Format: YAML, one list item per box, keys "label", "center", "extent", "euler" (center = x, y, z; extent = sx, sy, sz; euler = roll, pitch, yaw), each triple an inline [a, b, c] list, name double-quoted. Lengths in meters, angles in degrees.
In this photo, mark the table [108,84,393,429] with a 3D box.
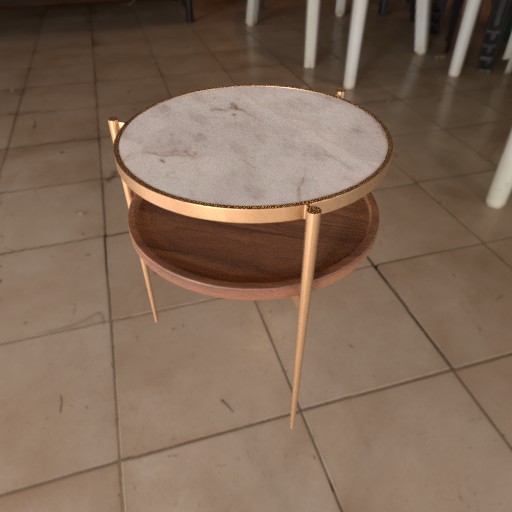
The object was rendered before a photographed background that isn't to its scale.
- label: "table"
  center: [0.000, 0.000, 0.835]
  extent: [0.430, 0.493, 0.456]
  euler: [-12, 42, -14]
